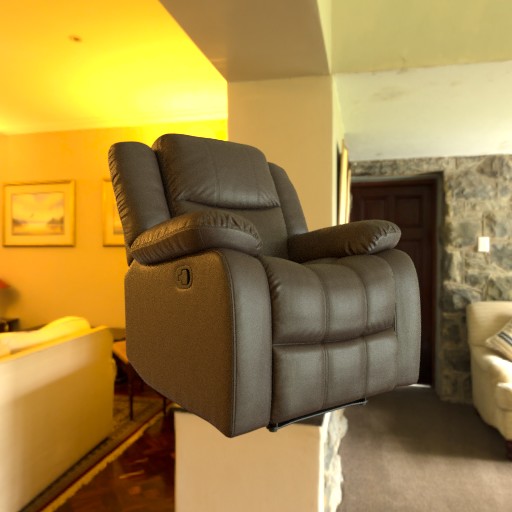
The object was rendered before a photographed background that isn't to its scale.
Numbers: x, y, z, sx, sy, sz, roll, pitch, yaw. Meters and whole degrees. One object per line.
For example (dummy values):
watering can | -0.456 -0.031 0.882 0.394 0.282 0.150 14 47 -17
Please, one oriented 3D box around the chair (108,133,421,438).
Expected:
chair | 0.000 0.000 1.680 0.899 1.009 0.934 0 1 -36
